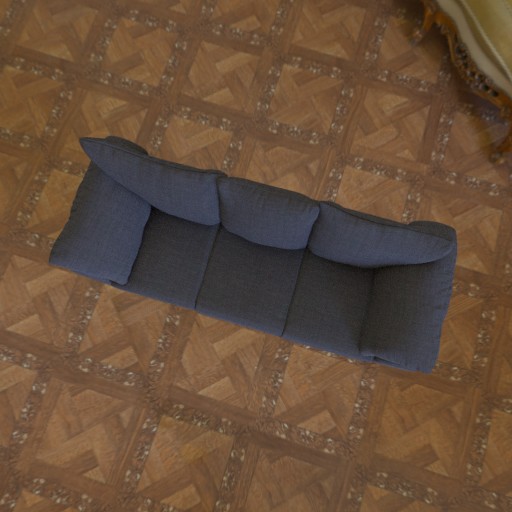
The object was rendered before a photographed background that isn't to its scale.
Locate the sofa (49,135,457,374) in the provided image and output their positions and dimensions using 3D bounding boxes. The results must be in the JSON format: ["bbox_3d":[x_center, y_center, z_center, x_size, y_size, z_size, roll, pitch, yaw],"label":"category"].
[{"bbox_3d":[0.000,0.000,2.844,2.336,1.080,0.883,16,76,4],"label":"sofa"}]
